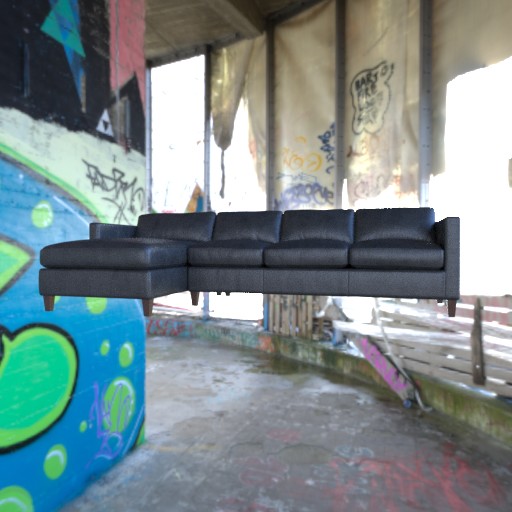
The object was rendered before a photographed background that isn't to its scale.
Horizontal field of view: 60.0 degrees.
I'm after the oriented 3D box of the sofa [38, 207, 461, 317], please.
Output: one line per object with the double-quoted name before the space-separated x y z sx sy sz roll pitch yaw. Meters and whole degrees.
"sofa" 0.000 0.000 3.822 3.203 0.883 1.581 0 1 17
